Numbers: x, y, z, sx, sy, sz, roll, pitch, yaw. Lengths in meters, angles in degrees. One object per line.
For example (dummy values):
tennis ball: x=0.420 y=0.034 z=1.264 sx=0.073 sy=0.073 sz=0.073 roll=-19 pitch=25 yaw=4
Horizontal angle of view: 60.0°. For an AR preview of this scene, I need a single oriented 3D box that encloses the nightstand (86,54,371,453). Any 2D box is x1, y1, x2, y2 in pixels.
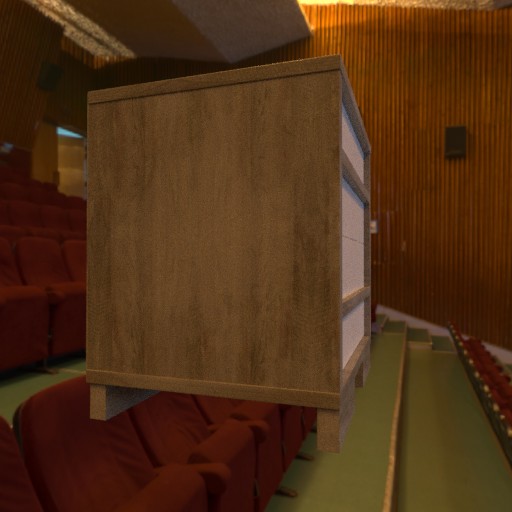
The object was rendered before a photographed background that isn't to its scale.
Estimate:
nightstand: x=0.000 y=0.000 z=0.752 sx=0.347 sy=0.448 sz=0.427 roll=0 pitch=-1 yaw=19
